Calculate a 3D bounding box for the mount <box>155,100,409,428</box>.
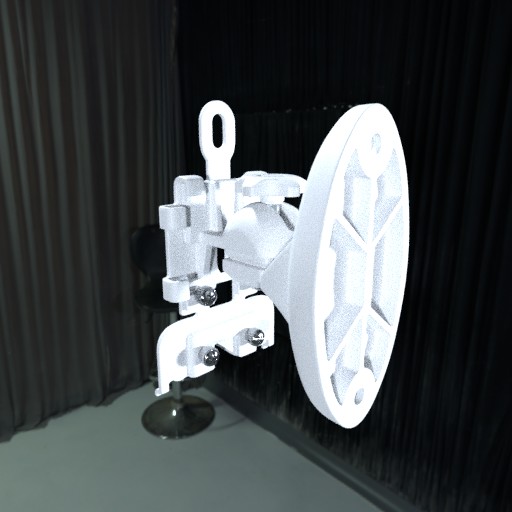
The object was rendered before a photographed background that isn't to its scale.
[{"bbox_3d":[0.000,0.000,0.174,0.066,0.118,0.100,-14,20,-42],"label":"mount"}]
